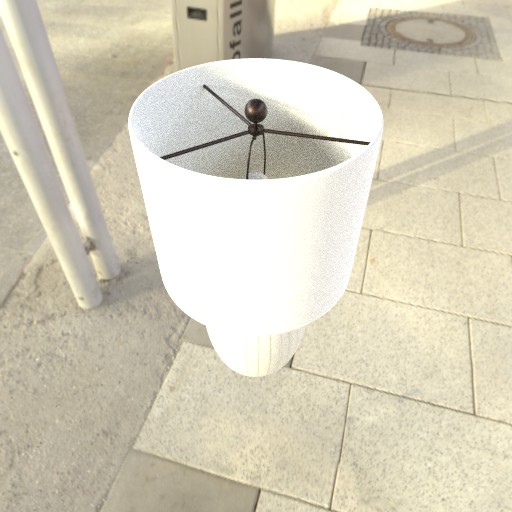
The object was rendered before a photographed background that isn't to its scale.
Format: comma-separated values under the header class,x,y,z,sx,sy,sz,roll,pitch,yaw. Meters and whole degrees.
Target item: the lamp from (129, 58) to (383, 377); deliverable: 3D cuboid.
class,x,y,z,sx,sy,sz,roll,pitch,yaw
lamp,0.000,0.000,0.772,0.328,0.570,0.328,0,45,0
